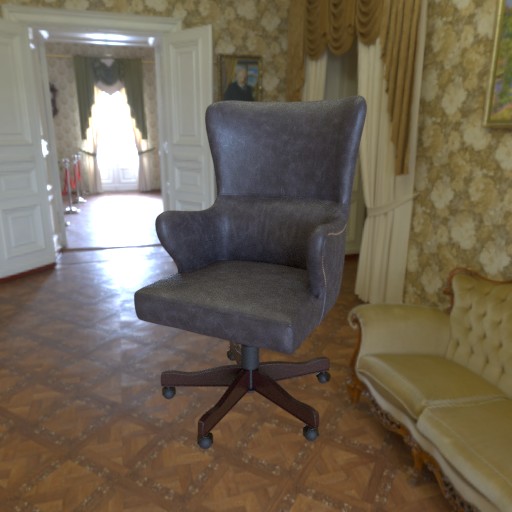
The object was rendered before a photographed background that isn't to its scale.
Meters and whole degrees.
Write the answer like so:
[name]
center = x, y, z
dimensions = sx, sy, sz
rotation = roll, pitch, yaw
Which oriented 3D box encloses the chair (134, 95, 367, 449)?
[chair]
center = 0.000, 0.000, 1.485
dimensions = 0.594, 1.037, 0.717
rotation = 8, 17, 26
